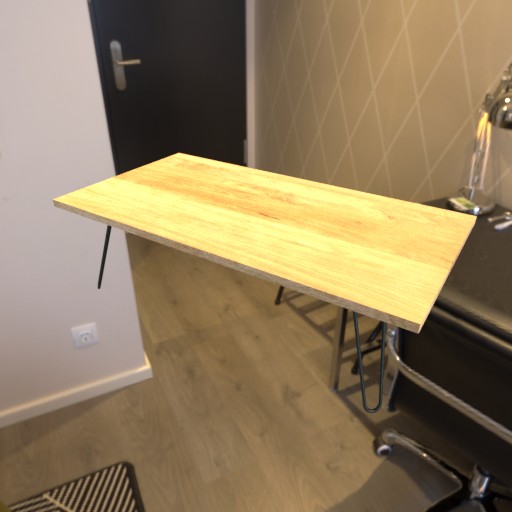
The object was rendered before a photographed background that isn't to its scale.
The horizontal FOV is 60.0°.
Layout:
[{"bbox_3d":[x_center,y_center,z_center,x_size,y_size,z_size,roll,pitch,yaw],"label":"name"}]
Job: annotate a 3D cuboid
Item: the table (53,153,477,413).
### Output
[{"bbox_3d":[0.000,0.000,1.680,1.348,0.400,0.699,18,34,28],"label":"table"}]
